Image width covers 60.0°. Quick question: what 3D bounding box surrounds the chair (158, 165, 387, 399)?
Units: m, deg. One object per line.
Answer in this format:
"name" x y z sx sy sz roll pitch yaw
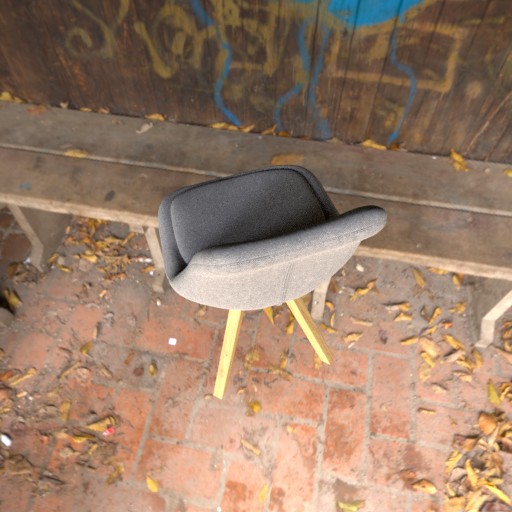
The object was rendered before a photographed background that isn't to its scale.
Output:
"chair" 0.000 0.000 1.205 0.483 0.865 0.550 -15 58 -10
